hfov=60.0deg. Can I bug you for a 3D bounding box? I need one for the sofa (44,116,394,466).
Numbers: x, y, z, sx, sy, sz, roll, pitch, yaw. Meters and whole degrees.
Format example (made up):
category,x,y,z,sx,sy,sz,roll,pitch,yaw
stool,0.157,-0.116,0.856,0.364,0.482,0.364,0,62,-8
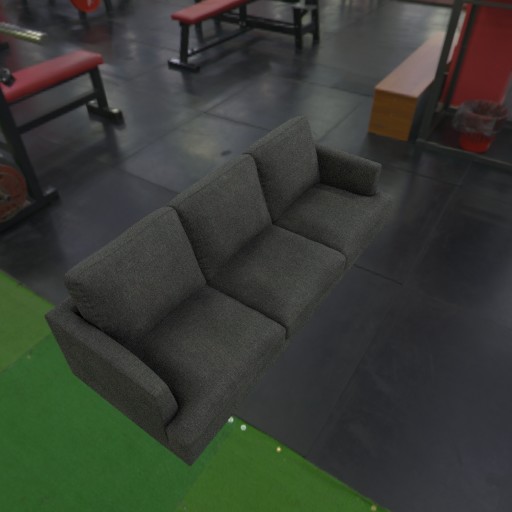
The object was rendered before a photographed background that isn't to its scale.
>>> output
category,x,y,z,sx,sy,sz,roll,pitch,yaw
sofa,0.000,0.000,2.709,0.903,0.930,2.246,26,49,25
